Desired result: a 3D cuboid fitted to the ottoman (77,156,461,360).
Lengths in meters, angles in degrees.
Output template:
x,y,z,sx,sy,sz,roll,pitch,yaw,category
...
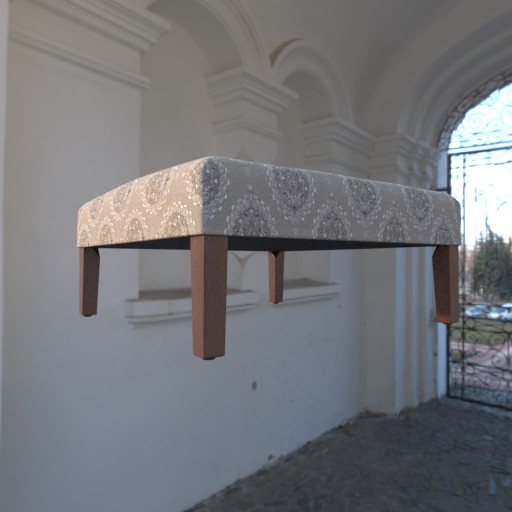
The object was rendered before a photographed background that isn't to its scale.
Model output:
x,y,z,sx,sy,sz,roll,pitch,yaw,category
0.000,0.000,1.425,0.889,0.411,0.890,1,-1,-36,ottoman
